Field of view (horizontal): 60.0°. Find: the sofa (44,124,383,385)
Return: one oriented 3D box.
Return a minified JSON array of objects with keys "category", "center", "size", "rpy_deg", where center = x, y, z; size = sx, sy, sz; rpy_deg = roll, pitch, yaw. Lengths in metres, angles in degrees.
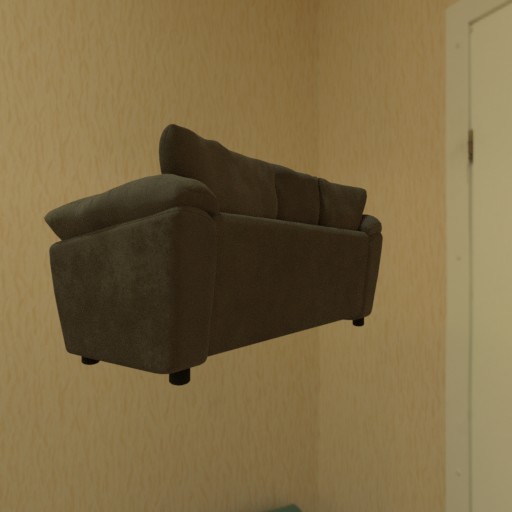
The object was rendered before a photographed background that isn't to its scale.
[{"category":"sofa","center":[0.000,0.000,2.793],"size":[0.878,1.073,2.336],"rpy_deg":[0,0,35]}]
